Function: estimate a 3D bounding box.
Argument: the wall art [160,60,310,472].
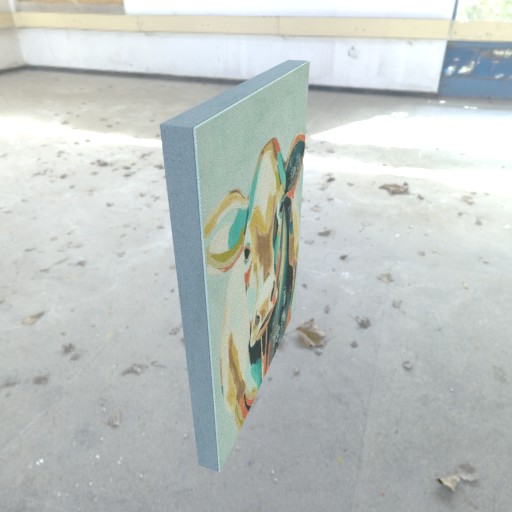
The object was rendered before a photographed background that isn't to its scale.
[{"bbox_3d":[0.000,0.000,0.690,0.037,0.509,0.409,11,33,17],"label":"wall art"}]
